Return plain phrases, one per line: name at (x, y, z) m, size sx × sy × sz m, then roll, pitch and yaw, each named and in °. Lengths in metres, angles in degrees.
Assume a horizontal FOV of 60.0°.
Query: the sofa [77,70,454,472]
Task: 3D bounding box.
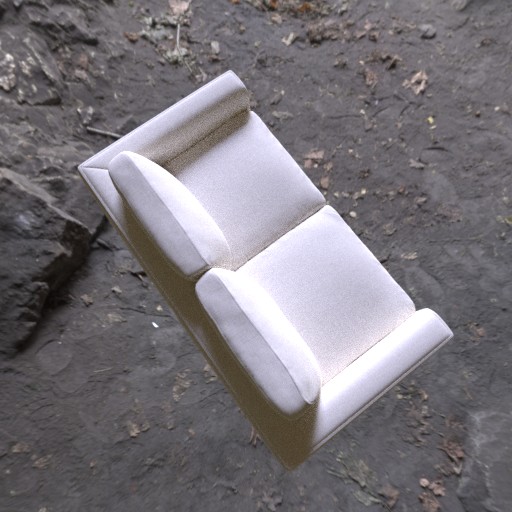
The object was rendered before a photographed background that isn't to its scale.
sofa at (0.000, 0.000, 2.428) m, size 1.069 × 0.801 × 1.920 m, roll -36°, pitch 78°, yaw -9°
